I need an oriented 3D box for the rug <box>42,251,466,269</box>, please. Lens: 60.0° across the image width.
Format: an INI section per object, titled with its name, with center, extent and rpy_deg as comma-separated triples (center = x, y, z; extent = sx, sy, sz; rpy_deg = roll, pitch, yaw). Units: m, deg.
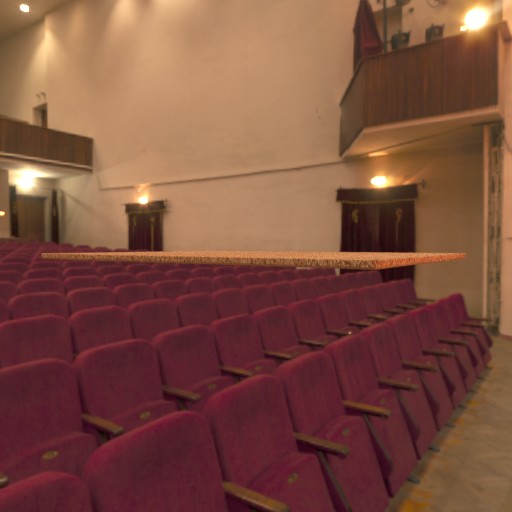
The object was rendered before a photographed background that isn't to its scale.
[rug]
center = 0.000, 0.000, 2.072
extent = 1.600, 0.025, 1.199
rpy_deg = 1, 2, 35
